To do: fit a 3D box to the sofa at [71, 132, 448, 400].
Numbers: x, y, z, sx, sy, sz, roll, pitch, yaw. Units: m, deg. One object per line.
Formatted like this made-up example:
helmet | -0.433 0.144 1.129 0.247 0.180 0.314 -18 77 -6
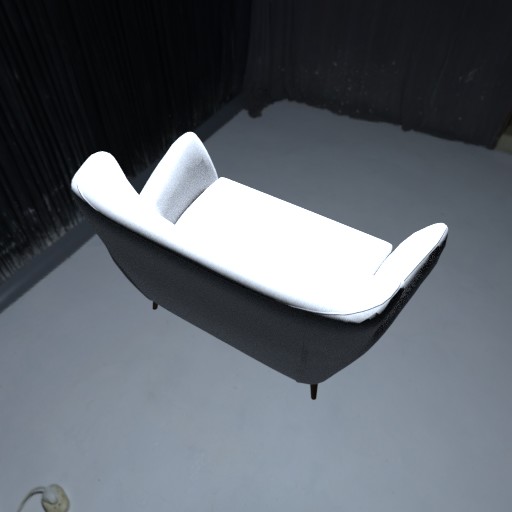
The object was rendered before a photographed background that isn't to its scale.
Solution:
sofa | 0.000 0.000 2.010 1.424 0.878 0.921 25 52 21
